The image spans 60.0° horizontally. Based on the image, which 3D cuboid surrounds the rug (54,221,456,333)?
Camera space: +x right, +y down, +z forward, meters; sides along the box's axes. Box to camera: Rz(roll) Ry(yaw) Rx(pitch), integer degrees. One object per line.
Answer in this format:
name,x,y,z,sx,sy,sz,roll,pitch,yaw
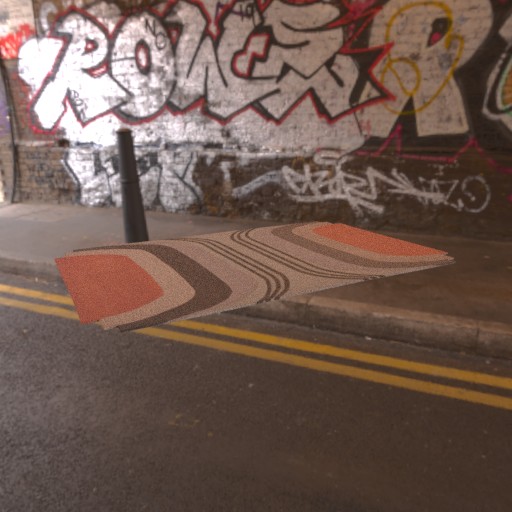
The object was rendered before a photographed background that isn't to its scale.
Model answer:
rug,0.000,0.000,3.051,2.446,0.017,1.530,-9,18,-28
